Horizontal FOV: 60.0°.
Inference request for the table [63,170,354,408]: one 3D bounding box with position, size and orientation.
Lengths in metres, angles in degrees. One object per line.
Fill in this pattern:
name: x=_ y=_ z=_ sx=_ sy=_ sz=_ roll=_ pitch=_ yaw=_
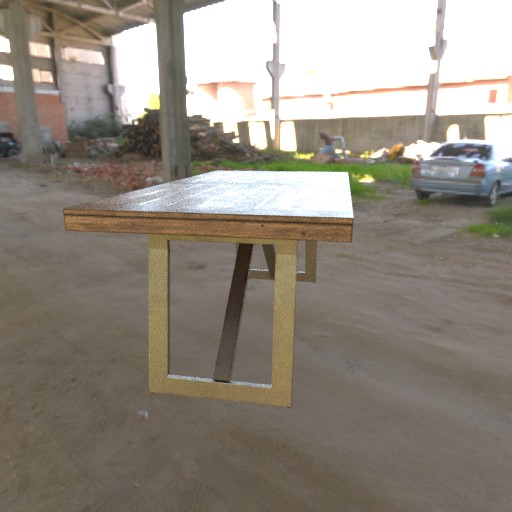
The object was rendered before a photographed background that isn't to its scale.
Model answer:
table: x=0.000 y=0.000 z=2.348 sx=0.931 sy=0.757 sz=1.867 roll=3 pitch=15 yaw=10
